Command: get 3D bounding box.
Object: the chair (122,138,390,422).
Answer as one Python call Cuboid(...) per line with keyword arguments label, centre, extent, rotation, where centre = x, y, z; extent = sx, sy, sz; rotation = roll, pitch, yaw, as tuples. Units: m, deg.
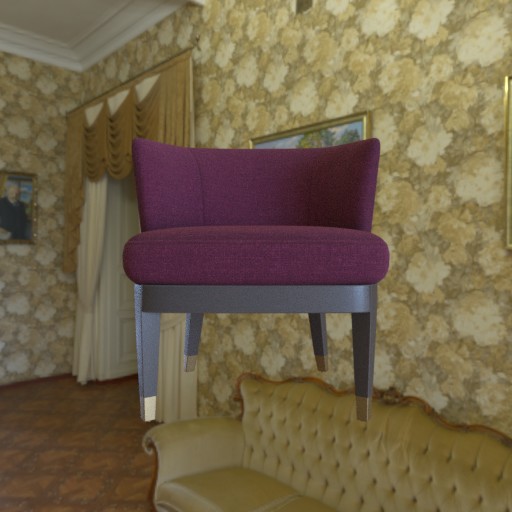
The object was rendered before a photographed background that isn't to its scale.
Cuboid(label="chair", centre=(0.000, 0.000, 1.273), extent=(0.700, 0.760, 0.660), rotation=(0, 0, 0))
